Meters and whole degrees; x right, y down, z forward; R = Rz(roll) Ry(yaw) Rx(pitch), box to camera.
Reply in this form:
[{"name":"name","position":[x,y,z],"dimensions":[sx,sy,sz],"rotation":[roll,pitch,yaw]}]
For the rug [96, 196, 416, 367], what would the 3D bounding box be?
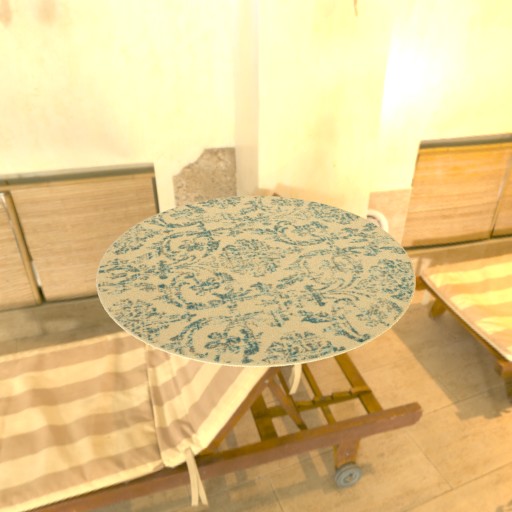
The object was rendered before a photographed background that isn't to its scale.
[{"name":"rug","position":[0.000,0.000,2.313],"dimensions":[1.593,0.012,1.593],"rotation":[0,31,0]}]
